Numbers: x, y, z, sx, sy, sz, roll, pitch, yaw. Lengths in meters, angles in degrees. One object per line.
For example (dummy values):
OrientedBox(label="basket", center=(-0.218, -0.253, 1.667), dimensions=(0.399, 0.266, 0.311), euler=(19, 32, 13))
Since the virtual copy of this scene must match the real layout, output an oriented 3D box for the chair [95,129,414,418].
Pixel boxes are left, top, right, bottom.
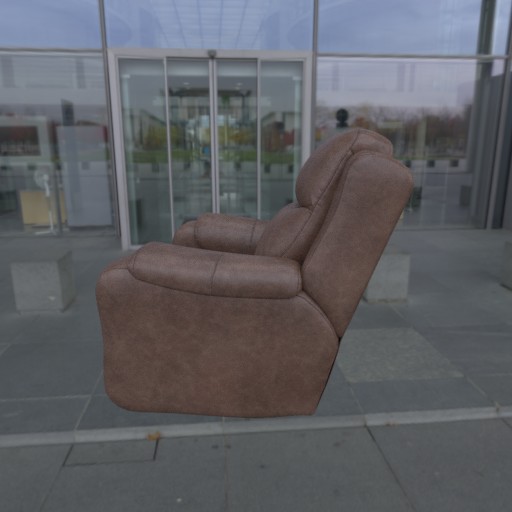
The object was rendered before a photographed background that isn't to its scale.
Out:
OrientedBox(label="chair", center=(0.000, 0.000, 1.817), dimensions=(1.067, 0.990, 0.940), euler=(2, 14, 9))
